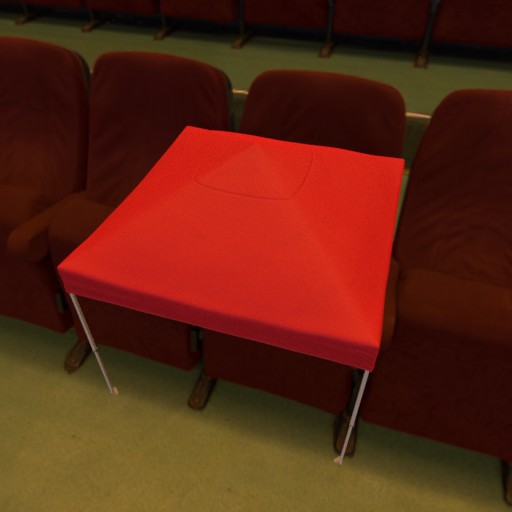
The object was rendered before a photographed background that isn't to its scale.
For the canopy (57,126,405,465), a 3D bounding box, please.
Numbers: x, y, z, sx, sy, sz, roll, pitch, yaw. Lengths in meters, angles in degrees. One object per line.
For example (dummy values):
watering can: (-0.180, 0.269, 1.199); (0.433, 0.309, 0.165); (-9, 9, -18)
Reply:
canopy: (0.000, 0.000, 5.349); (2.996, 2.997, 2.998); (12, 44, 13)
